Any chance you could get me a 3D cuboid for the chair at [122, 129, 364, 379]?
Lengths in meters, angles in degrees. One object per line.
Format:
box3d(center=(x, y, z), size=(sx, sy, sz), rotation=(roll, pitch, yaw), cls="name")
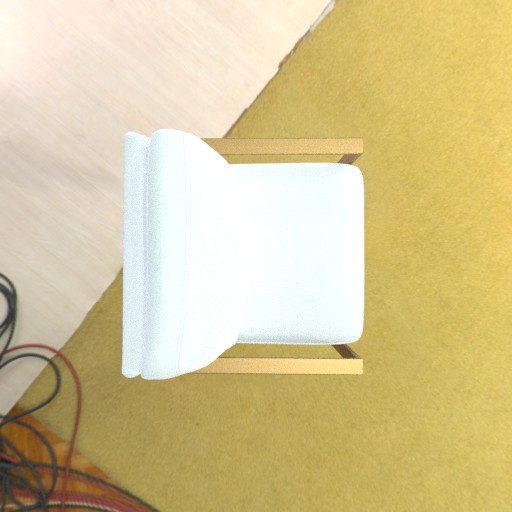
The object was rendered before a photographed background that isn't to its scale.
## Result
box3d(center=(0.000, 0.000, 1.604), size=(0.813, 0.966, 0.805), rotation=(0, 90, -1), cls="chair")
